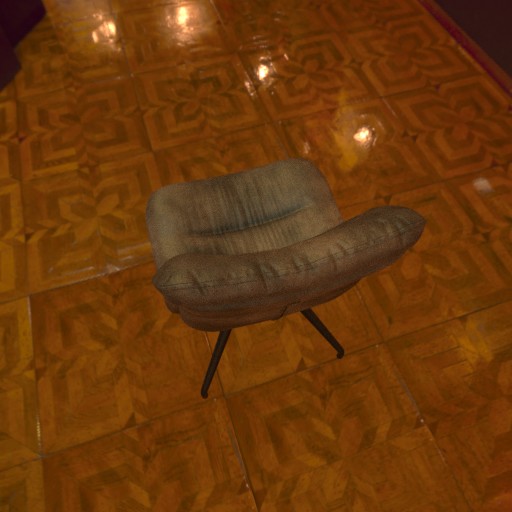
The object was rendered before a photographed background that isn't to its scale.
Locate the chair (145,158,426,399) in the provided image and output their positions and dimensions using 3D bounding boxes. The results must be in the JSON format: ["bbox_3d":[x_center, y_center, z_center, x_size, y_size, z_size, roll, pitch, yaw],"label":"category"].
[{"bbox_3d":[0.000,0.000,1.238,0.549,0.870,0.622,-14,59,-8],"label":"chair"}]
